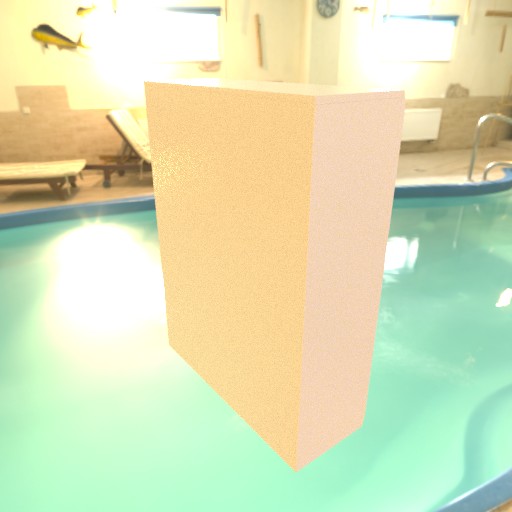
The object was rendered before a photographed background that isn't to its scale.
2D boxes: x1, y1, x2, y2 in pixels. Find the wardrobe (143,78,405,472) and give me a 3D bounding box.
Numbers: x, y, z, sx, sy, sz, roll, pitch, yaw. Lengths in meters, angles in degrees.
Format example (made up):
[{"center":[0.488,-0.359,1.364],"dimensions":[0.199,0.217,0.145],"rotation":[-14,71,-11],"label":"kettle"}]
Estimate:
[{"center":[0.000,0.000,1.659],"dimensions":[0.360,1.200,0.900],"rotation":[-17,29,-34],"label":"wardrobe"}]
